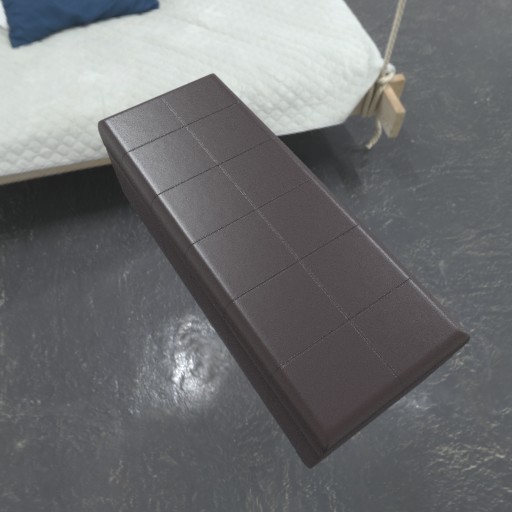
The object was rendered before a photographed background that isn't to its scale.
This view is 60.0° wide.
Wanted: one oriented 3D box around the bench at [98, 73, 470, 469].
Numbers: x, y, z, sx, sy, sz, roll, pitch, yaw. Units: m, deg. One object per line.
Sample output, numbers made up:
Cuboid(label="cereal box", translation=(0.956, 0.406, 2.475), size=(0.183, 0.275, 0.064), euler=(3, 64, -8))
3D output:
Cuboid(label="bench", translation=(0.000, 0.000, 1.323), size=(0.429, 0.457, 1.092), euler=(-30, 63, -17))
